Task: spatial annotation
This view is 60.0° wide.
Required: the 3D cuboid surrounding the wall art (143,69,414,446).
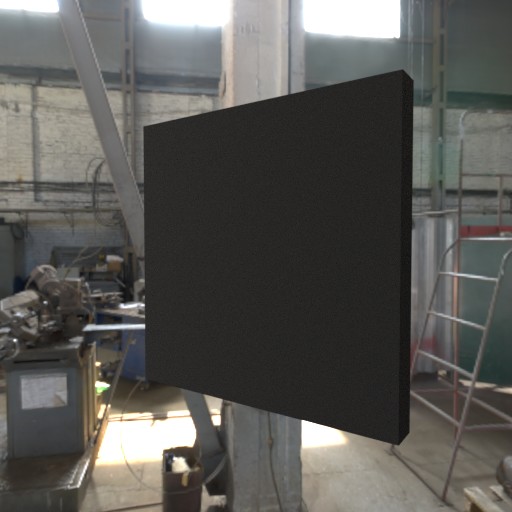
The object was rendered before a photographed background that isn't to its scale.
[{"bbox_3d":[0.000,0.000,0.459,0.308,0.305,0.030,1,2,35],"label":"wall art"}]
